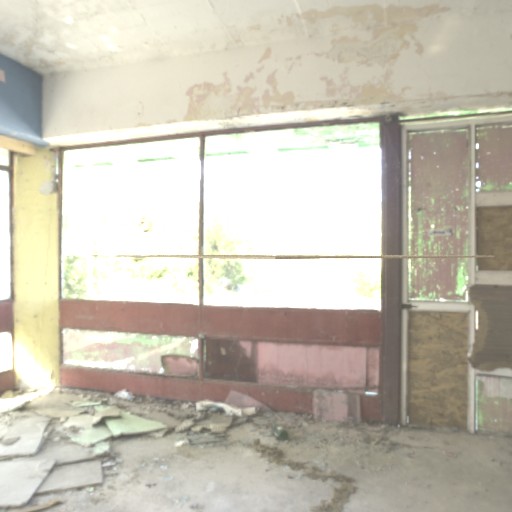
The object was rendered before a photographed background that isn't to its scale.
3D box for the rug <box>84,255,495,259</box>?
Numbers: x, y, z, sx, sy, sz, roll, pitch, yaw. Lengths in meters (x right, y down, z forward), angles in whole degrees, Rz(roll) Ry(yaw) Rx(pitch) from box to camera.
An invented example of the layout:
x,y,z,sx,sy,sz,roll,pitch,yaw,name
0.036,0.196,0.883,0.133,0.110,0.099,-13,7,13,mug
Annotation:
x,y,z,sx,sy,sz,roll,pitch,yaw,name
0.000,0.000,2.287,1.220,0.007,1.828,0,0,-37,rug
